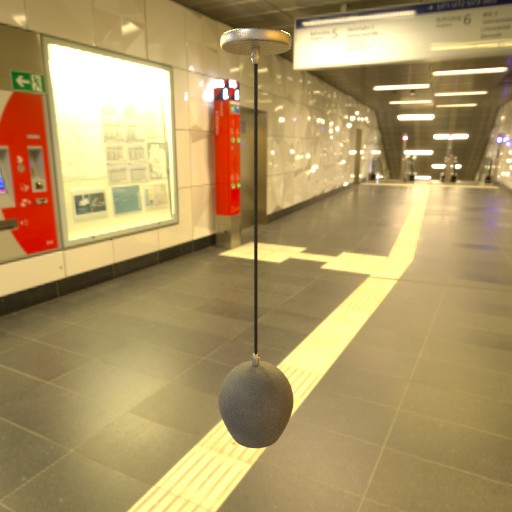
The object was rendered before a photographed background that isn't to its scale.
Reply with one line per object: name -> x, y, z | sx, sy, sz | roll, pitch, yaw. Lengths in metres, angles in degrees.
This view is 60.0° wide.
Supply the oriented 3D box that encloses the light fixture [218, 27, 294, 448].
light fixture -> 0.000, 0.000, 0.836 | 0.153, 0.760, 0.153 | 2, 14, 8
